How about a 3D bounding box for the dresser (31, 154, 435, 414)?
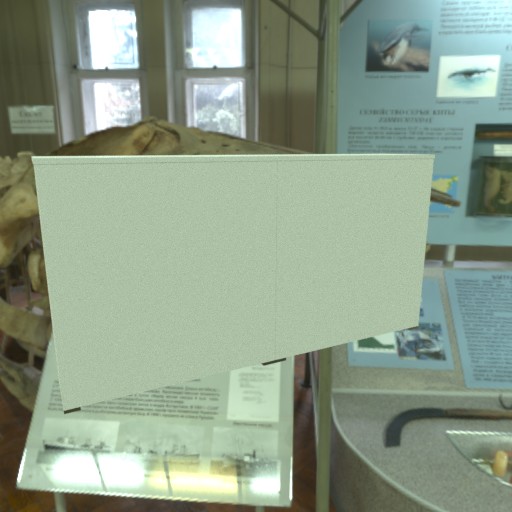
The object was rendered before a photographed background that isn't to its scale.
[{"bbox_3d":[0.000,0.000,1.785,1.535,0.790,0.333,-7,15,-26],"label":"dresser"}]
